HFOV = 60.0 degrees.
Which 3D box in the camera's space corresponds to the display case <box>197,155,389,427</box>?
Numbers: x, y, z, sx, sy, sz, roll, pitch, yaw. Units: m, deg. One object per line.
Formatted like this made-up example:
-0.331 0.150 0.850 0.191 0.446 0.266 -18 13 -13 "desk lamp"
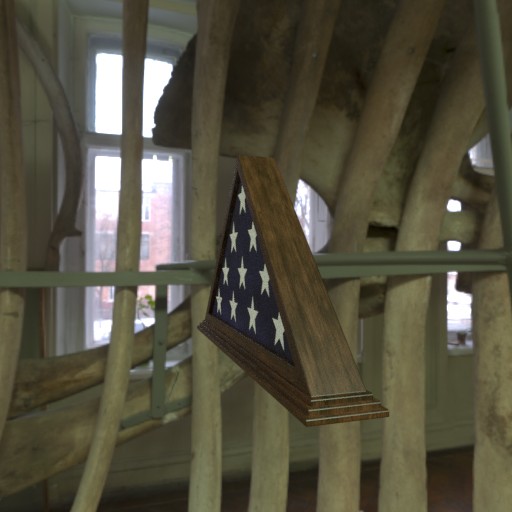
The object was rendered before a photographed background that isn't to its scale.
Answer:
0.000 0.000 0.757 0.095 0.340 0.640 0 0 -17 "display case"
